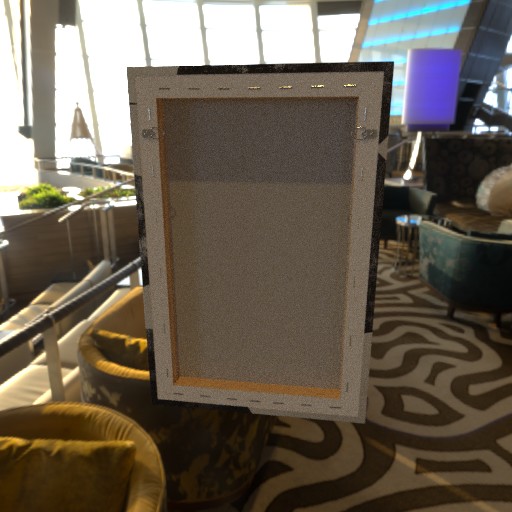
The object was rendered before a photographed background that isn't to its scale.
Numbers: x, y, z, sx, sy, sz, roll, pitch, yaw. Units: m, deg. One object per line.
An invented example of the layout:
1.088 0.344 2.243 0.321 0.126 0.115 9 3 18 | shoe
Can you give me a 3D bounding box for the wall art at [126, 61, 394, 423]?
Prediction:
0.000 0.000 0.767 0.407 0.610 0.039 2 17 8 | wall art
